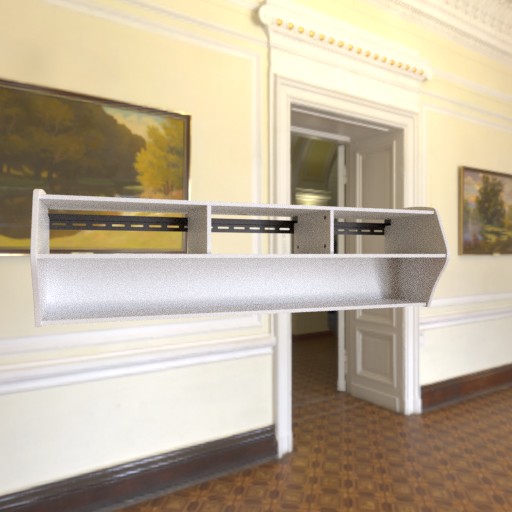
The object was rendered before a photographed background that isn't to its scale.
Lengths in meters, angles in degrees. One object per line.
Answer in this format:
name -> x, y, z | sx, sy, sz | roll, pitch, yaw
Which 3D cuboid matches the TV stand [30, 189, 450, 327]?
TV stand -> 0.000, 0.000, 1.662 | 1.473, 0.424, 0.397 | 0, 0, -20
